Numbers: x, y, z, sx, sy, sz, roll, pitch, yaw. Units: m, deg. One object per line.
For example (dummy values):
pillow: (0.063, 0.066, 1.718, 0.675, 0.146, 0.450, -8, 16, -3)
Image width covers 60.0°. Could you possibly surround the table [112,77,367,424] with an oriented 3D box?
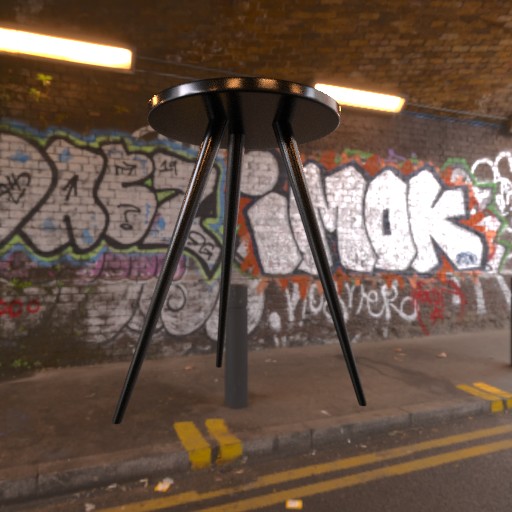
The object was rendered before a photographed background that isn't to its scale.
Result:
table: (0.000, 0.000, 0.858, 0.415, 0.548, 0.403, 0, 0, 18)
